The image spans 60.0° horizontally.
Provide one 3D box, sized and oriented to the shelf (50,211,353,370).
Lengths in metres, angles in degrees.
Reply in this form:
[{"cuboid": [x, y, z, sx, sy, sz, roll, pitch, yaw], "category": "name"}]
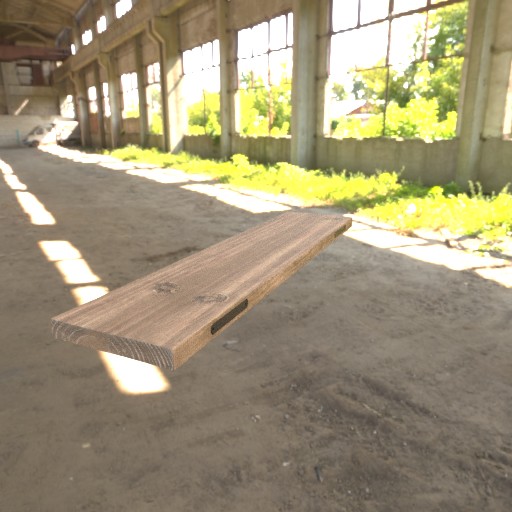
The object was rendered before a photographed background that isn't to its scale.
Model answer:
[{"cuboid": [0.000, 0.000, 0.656, 0.140, 0.020, 0.610, 8, 18, 24], "category": "shelf"}]
